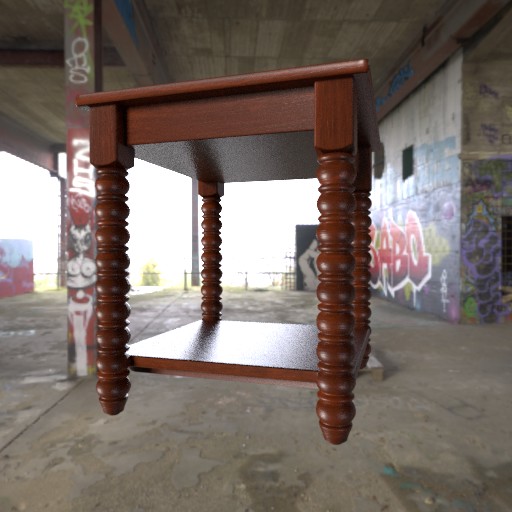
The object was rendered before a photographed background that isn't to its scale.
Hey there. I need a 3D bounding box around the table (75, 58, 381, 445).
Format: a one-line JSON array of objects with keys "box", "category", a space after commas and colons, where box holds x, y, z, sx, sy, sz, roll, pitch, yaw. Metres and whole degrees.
[{"box": [0.000, 0.000, 0.953, 0.500, 0.567, 0.533, 0, 1, 18], "category": "table"}]
